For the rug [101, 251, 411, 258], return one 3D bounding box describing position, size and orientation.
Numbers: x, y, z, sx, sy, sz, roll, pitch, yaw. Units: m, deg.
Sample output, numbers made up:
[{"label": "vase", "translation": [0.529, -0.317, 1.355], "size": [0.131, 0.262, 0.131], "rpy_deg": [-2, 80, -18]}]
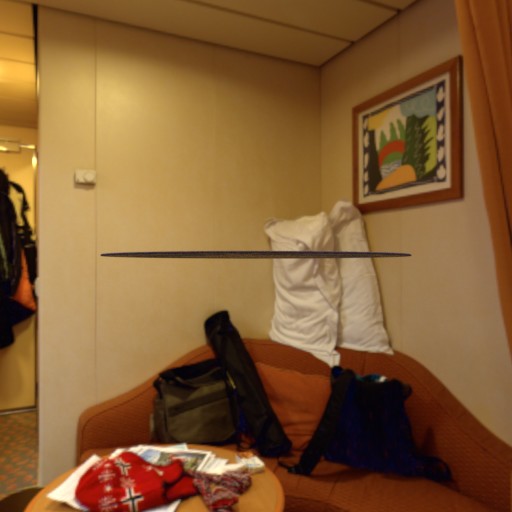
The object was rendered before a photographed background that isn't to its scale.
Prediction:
[{"label": "rug", "translation": [0.000, 0.000, 3.602], "size": [2.386, 0.014, 2.386], "rpy_deg": [0, -1, 0]}]
